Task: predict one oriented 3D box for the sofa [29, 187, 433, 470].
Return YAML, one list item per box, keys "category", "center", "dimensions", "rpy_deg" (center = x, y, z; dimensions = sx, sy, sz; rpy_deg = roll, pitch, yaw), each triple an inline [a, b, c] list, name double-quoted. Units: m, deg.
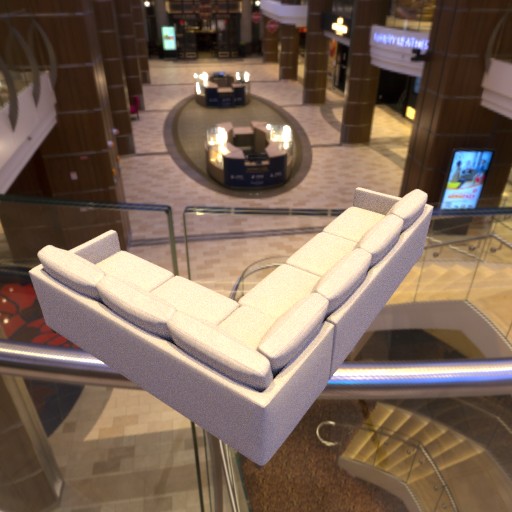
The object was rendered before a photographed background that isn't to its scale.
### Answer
- category: "sofa"
  center: [0.000, 0.000, 4.461]
  dimensions: [2.522, 0.934, 3.333]
  rpy_deg: [21, 38, 29]
